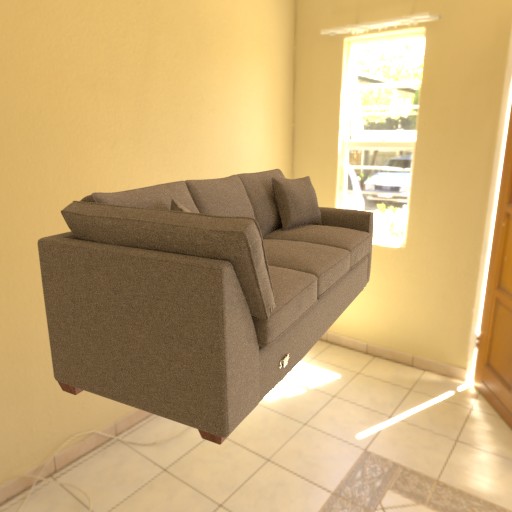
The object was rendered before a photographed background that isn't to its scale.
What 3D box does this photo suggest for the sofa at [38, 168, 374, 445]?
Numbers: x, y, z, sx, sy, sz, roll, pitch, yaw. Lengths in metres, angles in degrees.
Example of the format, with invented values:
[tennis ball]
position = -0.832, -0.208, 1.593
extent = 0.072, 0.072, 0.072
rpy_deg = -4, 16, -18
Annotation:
[sofa]
position = 0.000, 0.000, 2.815
extent = 1.061, 0.962, 2.317
rpy_deg = 8, 16, 27
